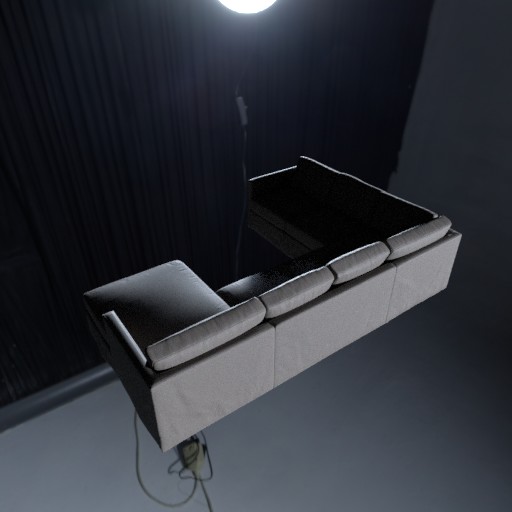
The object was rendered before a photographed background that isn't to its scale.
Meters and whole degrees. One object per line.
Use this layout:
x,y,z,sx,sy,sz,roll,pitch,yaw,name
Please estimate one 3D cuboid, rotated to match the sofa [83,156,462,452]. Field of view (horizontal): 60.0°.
0.000,0.000,4.634,3.460,0.882,2.427,-21,39,-29,sofa
